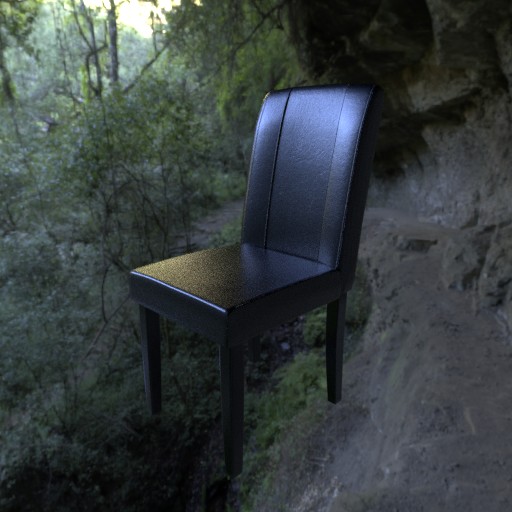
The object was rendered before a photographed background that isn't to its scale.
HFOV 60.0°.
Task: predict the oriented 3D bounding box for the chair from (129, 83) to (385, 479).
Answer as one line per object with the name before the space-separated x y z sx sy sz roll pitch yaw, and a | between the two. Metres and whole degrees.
chair | 0.000 0.000 1.199 0.399 0.897 0.556 15 22 43
